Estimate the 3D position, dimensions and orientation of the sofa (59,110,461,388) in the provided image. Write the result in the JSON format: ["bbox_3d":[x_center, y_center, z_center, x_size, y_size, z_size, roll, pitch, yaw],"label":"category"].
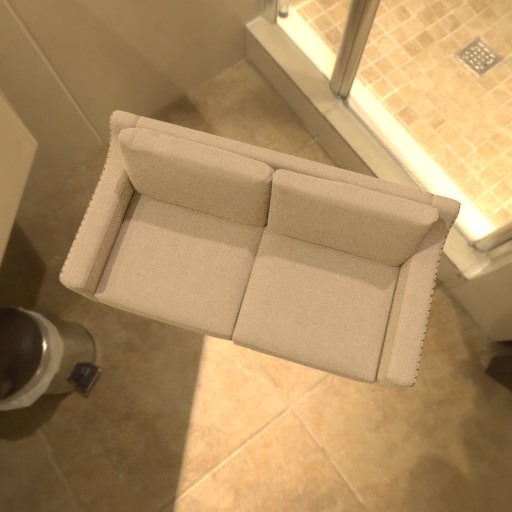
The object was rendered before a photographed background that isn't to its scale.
[{"bbox_3d":[0.000,0.000,2.760,2.107,0.983,1.104,16,75,4],"label":"sofa"}]
